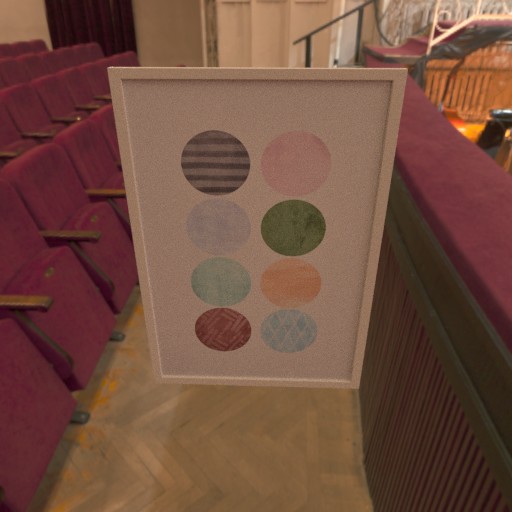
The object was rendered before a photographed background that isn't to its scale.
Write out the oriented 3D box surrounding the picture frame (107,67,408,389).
[{"bbox_3d":[0.000,0.000,0.837,0.457,0.657,0.013,1,29,2],"label":"picture frame"}]
